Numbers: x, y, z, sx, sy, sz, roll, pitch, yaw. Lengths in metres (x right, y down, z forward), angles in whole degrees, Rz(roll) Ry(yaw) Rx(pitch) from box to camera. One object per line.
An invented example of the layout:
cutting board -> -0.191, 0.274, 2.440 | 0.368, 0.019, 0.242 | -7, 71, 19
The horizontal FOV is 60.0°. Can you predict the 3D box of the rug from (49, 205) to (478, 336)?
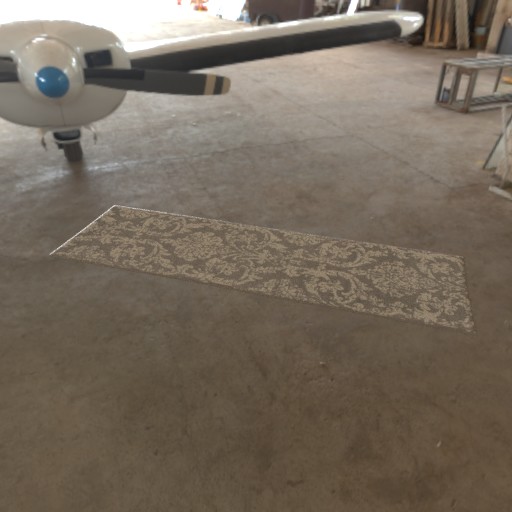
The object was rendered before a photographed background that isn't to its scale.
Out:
rug -> 0.000, 0.000, 2.443 | 2.196, 0.011, 0.662 | 9, 33, 14
